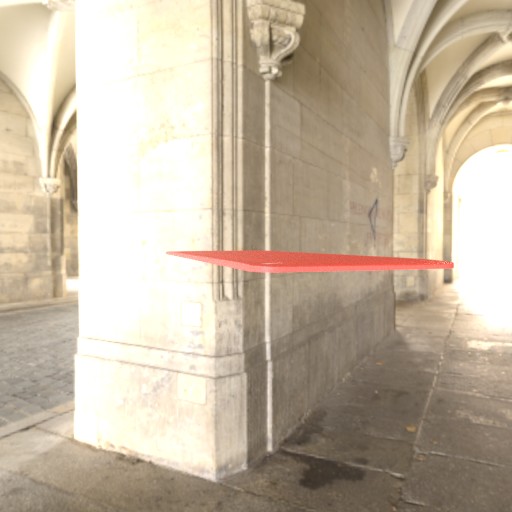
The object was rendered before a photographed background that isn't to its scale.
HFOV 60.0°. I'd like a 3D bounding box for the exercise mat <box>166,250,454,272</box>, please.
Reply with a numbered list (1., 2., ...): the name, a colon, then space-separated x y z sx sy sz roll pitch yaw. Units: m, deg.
1. exercise mat: 0.000 0.000 2.042 0.616 0.021 1.869 -1 2 -18
